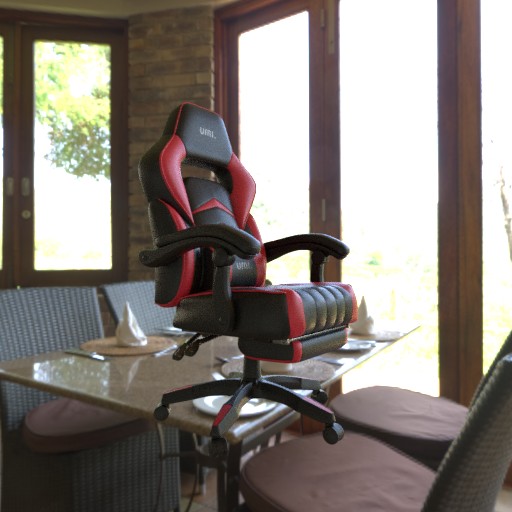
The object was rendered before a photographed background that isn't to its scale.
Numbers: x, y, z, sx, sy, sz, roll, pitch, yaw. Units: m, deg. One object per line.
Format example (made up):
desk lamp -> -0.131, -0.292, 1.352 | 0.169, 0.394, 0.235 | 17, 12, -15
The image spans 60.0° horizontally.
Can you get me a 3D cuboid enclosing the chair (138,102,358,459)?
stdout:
chair -> 0.000, 0.000, 1.652 | 0.700, 1.220, 0.700 | 0, -1, 37
